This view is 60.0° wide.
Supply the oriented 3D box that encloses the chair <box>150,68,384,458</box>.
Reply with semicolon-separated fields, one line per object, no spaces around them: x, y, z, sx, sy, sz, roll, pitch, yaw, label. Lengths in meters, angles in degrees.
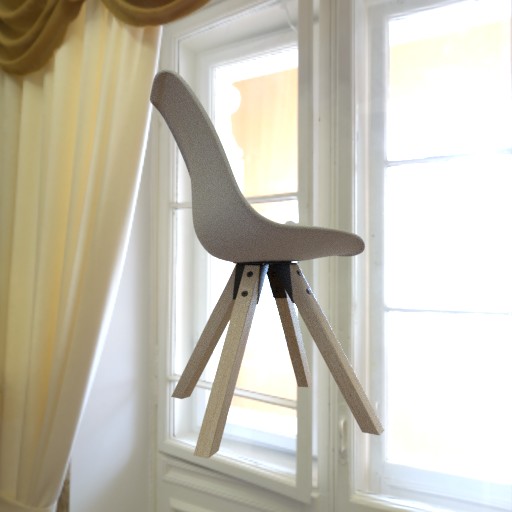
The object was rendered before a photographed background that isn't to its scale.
0.000;0.000;1.188;0.550;0.850;0.485;0;0;-17;chair
